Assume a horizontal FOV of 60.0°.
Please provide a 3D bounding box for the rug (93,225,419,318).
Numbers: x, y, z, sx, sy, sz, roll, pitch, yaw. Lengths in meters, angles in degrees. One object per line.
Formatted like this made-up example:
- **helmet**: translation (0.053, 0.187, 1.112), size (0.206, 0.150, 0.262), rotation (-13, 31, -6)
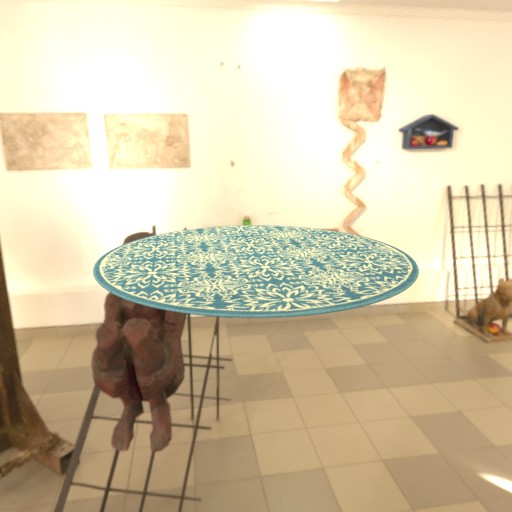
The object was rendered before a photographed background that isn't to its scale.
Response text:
- **rug**: translation (0.000, 0.000, 2.297), size (1.593, 0.012, 1.593), rotation (0, 15, 0)
